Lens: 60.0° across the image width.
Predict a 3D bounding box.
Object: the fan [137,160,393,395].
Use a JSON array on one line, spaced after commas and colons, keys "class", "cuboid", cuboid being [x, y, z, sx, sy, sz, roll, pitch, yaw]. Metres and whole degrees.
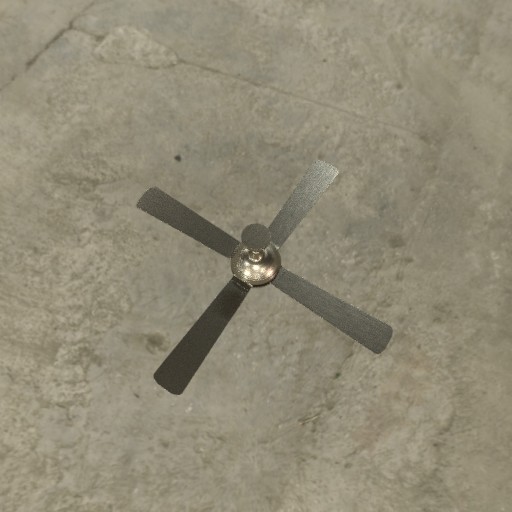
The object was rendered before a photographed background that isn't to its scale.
[{"class": "fan", "cuboid": [0.000, 0.000, 2.023, 1.321, 0.381, 1.321, -33, 69, -15]}]
